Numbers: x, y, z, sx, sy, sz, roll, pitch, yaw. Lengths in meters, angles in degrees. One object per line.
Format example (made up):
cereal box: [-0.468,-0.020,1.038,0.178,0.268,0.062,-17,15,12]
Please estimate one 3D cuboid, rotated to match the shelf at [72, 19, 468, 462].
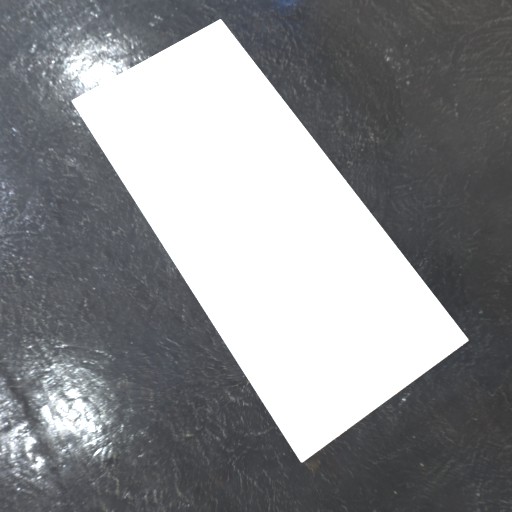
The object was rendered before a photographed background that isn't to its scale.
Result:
shelf: [0.000,0.000,1.276,0.396,0.732,0.895,-33,78,-8]
